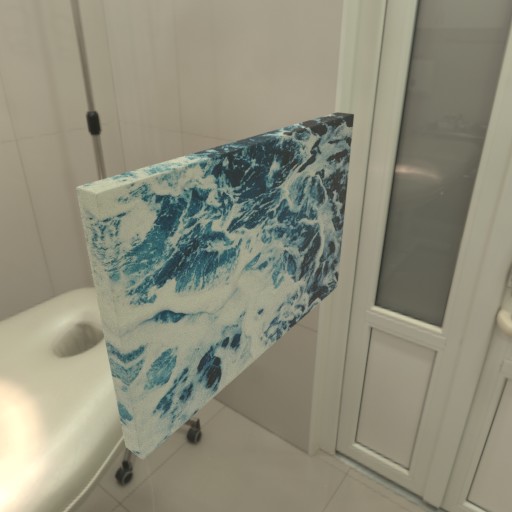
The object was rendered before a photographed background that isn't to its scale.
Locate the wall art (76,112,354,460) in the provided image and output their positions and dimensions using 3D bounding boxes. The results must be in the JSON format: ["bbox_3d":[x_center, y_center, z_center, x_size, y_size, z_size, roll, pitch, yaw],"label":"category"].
[{"bbox_3d":[0.000,0.000,0.779,0.043,0.407,0.609,19,32,32],"label":"wall art"}]
